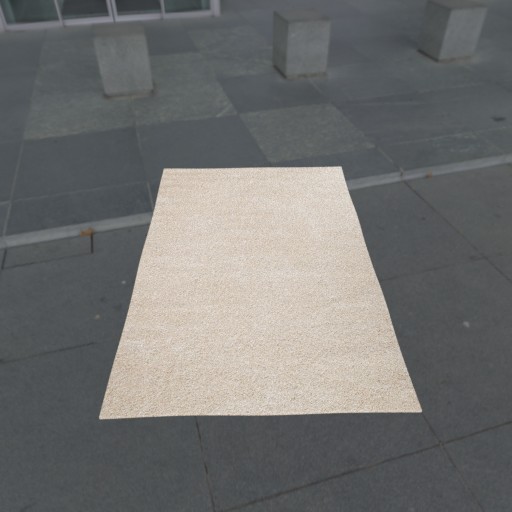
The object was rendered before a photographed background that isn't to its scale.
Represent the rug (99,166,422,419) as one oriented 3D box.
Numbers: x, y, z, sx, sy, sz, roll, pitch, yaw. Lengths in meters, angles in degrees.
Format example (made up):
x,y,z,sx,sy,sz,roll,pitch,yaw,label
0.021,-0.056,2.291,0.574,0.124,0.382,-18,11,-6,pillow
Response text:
x,y,z,sx,sy,sz,roll,pitch,yaw,label
0.000,0.000,3.487,1.800,0.025,2.699,-1,41,-1,rug
